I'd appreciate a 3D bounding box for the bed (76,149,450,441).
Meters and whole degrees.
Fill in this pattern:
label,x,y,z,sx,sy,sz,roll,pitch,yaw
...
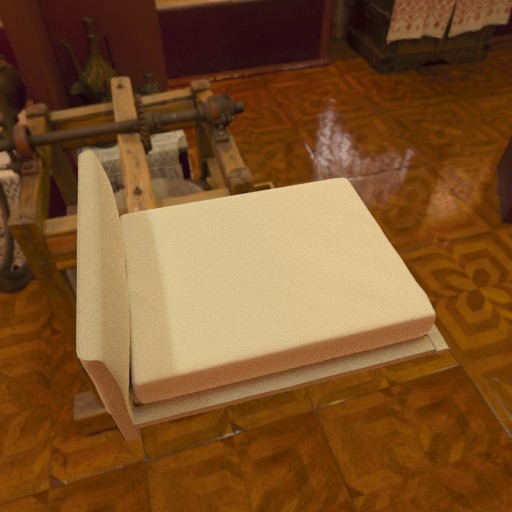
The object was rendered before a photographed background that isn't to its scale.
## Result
label,x,y,z,sx,sy,sz,roll,pitch,yaw
bed,0.000,0.000,3.513,2.498,1.126,1.980,-11,48,-10
